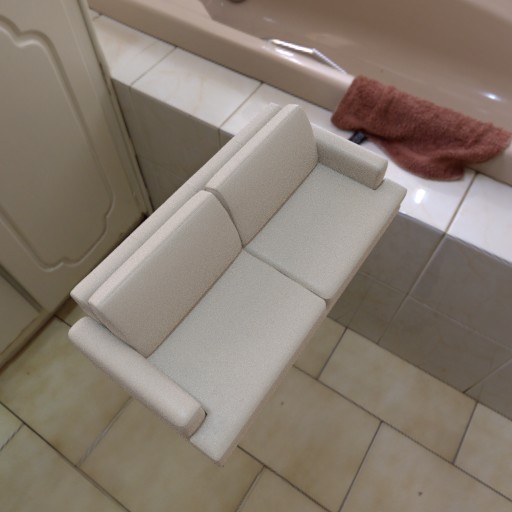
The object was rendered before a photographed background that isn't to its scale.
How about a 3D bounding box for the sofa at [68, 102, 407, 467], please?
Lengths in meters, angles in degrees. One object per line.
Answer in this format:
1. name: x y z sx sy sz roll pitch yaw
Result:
1. sofa: 0.000 0.000 2.489 0.974 0.765 1.940 31 63 18
